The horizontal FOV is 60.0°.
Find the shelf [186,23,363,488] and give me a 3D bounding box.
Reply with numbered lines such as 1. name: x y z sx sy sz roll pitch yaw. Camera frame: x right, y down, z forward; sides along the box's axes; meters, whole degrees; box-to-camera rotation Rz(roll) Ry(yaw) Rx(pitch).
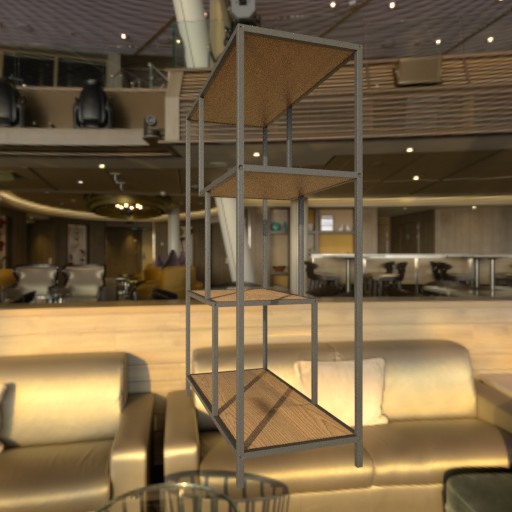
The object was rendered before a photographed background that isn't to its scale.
1. shelf: 0.000 0.000 1.505 0.350 1.138 0.770 0 0 -18
